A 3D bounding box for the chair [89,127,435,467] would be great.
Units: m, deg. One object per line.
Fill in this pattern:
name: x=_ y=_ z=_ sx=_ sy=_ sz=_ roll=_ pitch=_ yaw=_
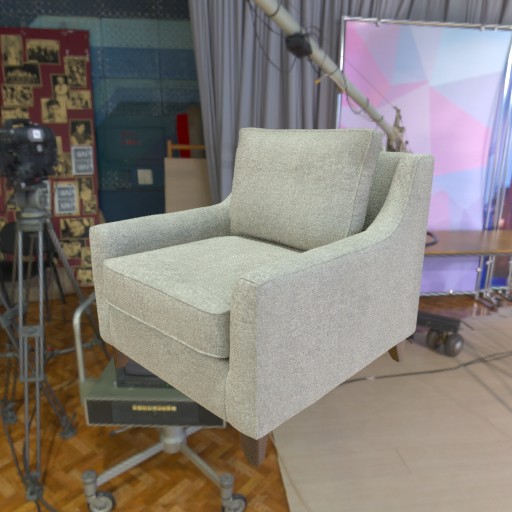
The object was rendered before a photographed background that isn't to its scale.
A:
chair: x=0.000 y=0.000 z=1.559 sx=0.838 sy=0.864 sz=0.918 roll=16 pitch=23 yaw=42
